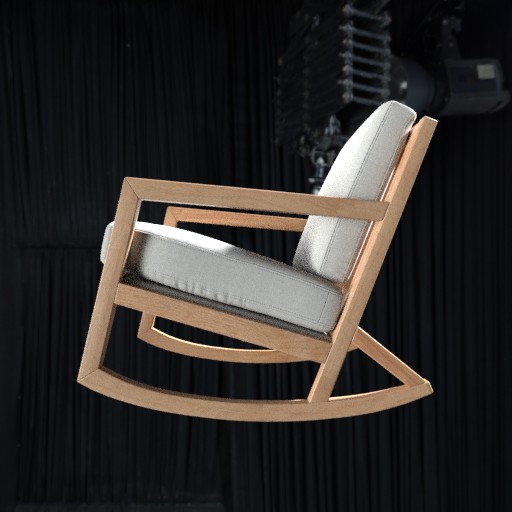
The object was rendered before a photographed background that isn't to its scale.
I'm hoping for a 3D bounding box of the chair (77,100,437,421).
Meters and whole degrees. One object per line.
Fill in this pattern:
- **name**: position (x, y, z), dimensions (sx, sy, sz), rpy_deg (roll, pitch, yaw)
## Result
- **chair**: position (0.000, 0.000, 1.363), dimensions (0.857, 0.790, 0.622), rpy_deg (0, 0, -2)
